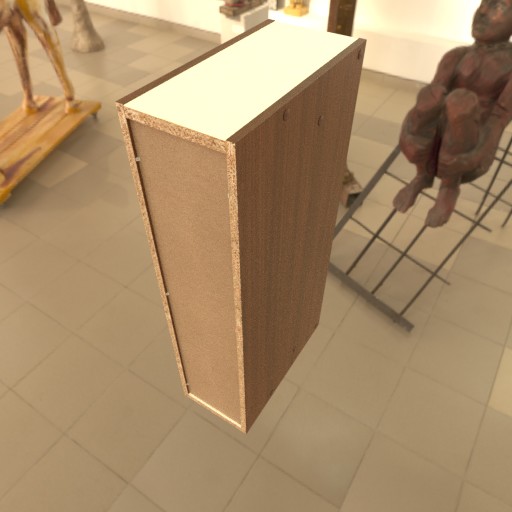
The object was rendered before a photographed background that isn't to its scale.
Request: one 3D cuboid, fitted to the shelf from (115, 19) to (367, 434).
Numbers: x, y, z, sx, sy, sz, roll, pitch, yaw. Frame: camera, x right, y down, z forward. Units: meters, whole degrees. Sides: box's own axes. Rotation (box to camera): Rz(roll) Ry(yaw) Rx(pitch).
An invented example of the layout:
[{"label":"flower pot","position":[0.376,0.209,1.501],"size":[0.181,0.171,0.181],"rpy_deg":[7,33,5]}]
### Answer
[{"label":"shelf","position":[0.000,0.000,0.708],"size":[0.147,0.600,0.290],"rpy_deg":[24,50,22]}]
